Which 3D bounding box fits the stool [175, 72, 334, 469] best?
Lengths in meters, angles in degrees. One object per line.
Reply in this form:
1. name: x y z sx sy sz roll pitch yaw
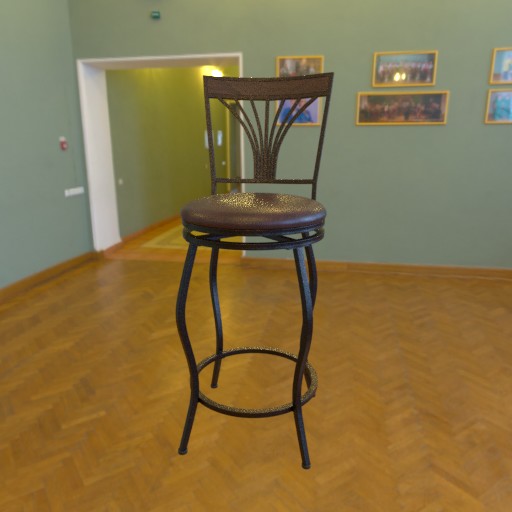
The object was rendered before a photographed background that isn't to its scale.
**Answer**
1. stool: 0.000 0.000 1.380 0.433 1.117 0.514 2 15 9
